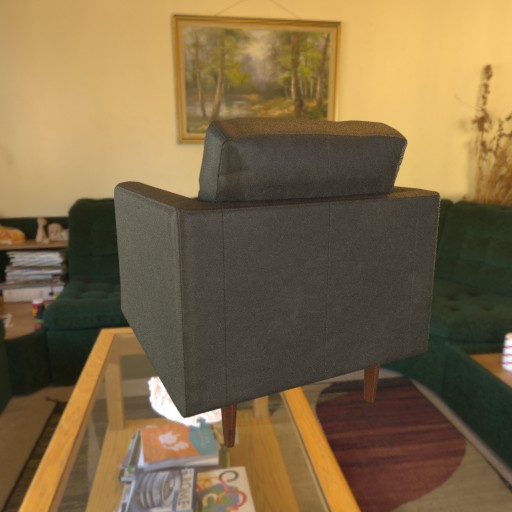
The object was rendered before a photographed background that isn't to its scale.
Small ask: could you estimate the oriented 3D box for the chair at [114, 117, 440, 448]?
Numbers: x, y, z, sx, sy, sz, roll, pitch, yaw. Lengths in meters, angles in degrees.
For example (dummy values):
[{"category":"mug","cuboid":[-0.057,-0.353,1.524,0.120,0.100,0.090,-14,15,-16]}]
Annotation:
[{"category":"chair","cuboid":[0.000,0.000,1.564,0.831,0.898,0.879,-7,15,-25]}]
